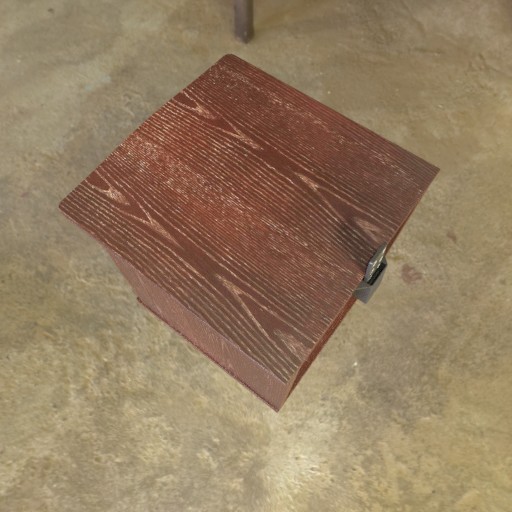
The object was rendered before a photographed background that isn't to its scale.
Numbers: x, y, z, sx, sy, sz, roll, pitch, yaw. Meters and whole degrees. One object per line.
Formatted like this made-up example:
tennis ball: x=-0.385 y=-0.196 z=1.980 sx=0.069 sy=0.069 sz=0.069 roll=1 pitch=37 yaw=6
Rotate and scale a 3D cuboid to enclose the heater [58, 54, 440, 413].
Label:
heater: x=0.000 y=0.000 z=0.776 sx=0.400 sy=0.481 sz=0.362 roll=35 pitch=69 yaw=15
